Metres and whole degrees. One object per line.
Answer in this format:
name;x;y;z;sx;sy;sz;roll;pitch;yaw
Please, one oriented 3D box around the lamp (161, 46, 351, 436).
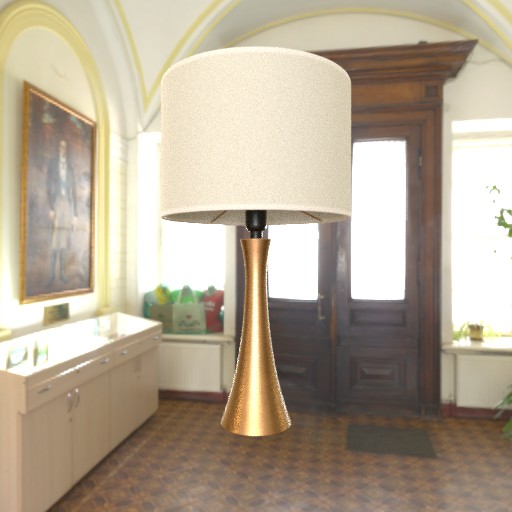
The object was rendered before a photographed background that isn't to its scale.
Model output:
lamp;0.000;0.000;0.639;0.268;0.479;0.268;0;0;-36
